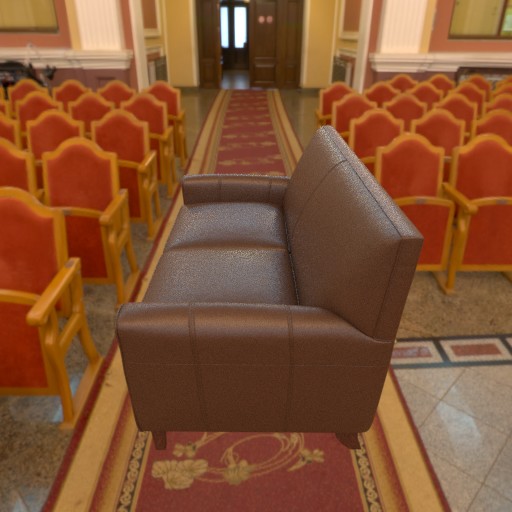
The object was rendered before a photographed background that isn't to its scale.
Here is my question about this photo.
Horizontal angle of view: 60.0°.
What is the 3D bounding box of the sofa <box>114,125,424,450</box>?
[{"bbox_3d":[0.000,0.000,1.958,0.853,0.859,1.468,0,27,0],"label":"sofa"}]
